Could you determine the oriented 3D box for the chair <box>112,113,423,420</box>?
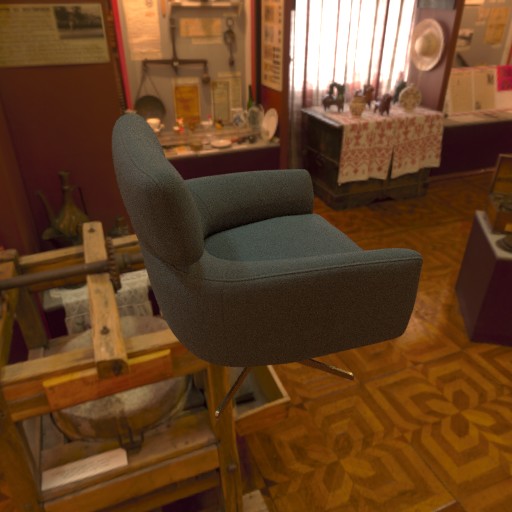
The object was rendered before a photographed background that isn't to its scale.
[{"bbox_3d":[0.000,0.000,1.399,0.761,0.813,0.738,-10,32,-17],"label":"chair"}]
